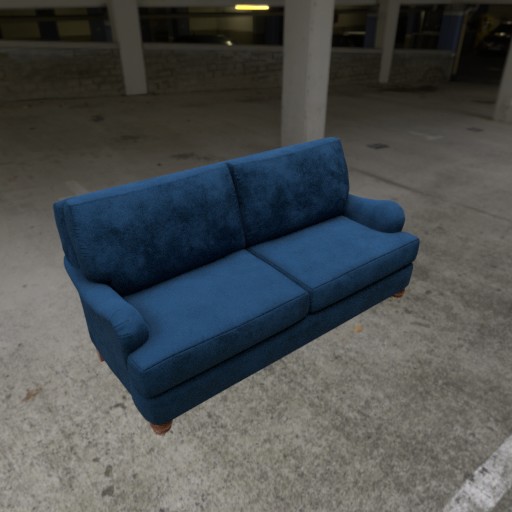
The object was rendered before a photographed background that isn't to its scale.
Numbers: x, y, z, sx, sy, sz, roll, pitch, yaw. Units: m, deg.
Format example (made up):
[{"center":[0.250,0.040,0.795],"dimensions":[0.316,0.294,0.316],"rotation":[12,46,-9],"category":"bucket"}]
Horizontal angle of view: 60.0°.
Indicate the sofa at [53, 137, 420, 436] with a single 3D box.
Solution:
[{"center":[0.000,0.000,2.854],"dimensions":[2.141,1.101,1.084],"rotation":[-21,36,-32],"category":"sofa"}]
